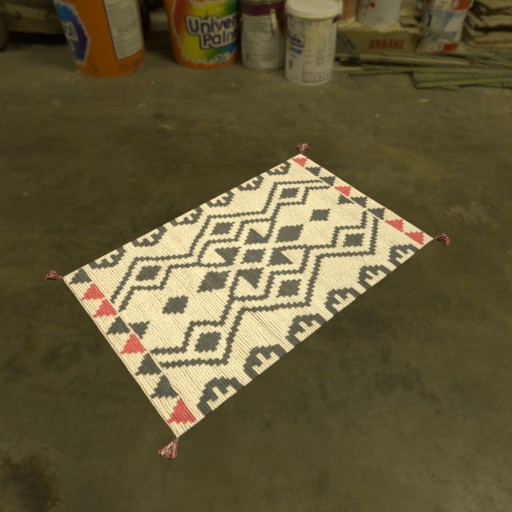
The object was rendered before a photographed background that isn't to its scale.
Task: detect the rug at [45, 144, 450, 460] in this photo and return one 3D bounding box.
[{"bbox_3d":[0.000,0.000,3.376,2.672,0.066,1.741,-32,55,-26],"label":"rug"}]
